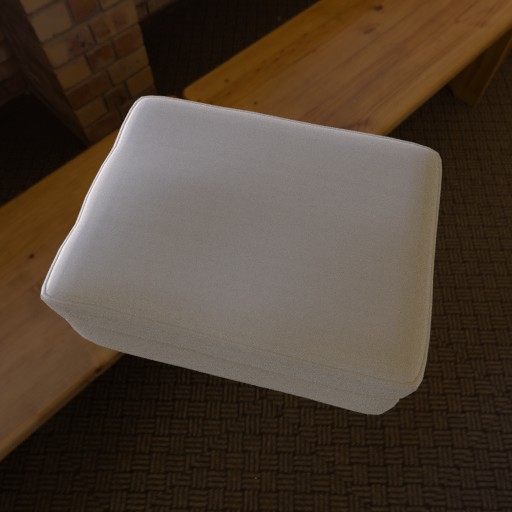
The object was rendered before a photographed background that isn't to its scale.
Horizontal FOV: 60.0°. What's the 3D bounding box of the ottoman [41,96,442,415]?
[{"bbox_3d":[0.000,0.000,1.187,0.818,0.496,0.634,13,64,6],"label":"ottoman"}]
